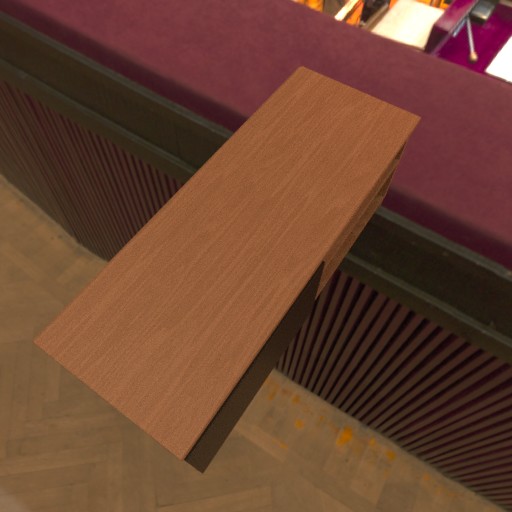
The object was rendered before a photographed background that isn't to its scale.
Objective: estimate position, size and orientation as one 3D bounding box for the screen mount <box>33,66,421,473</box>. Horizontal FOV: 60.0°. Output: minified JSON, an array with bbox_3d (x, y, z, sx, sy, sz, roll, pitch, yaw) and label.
[{"bbox_3d":[0.000,0.000,1.287,0.406,0.432,1.084,31,64,16],"label":"screen mount"}]
